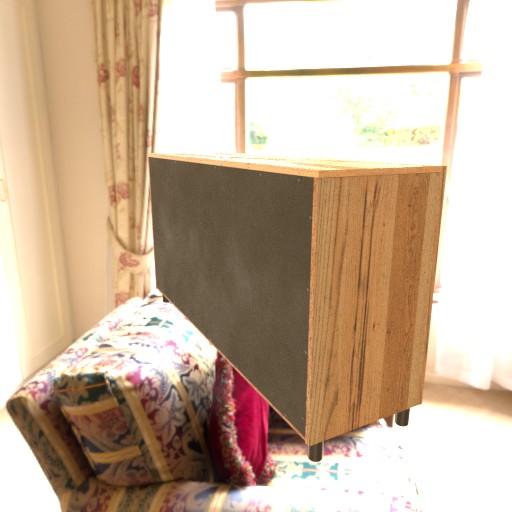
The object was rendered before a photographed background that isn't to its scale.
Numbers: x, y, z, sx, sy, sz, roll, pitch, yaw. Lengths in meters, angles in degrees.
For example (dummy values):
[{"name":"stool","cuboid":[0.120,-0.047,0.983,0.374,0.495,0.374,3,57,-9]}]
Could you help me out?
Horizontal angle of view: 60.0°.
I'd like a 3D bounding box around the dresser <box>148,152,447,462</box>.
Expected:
[{"name":"dresser","cuboid":[0.000,0.000,1.919,0.487,0.834,1.547,-8,17,-27]}]
